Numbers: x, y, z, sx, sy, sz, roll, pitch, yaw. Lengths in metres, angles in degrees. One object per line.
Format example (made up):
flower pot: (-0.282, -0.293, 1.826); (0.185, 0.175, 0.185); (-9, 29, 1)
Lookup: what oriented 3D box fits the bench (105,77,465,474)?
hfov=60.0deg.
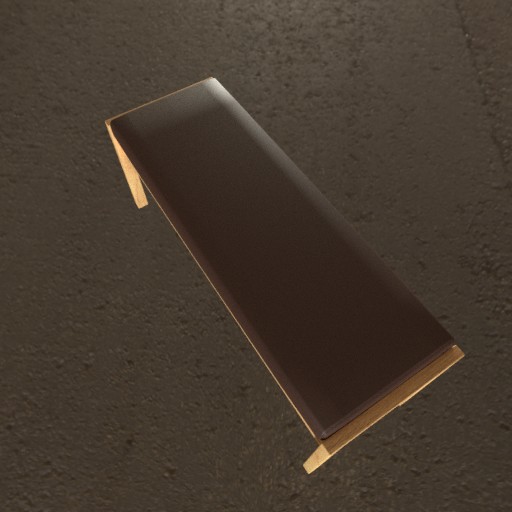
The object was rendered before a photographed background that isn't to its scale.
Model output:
bench: (0.000, 0.000, 1.427); (0.405, 0.480, 1.200); (-29, 64, -16)
